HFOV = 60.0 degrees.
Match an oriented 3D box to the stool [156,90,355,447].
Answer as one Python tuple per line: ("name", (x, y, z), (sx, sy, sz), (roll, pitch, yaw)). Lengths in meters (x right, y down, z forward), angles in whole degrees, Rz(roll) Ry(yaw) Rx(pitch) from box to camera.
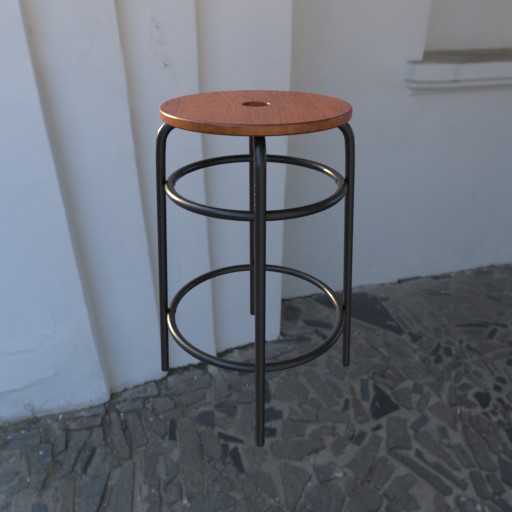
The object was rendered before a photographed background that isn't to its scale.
("stool", (0.000, 0.000, 0.926), (0.455, 0.610, 0.455), (-1, 29, -2))
